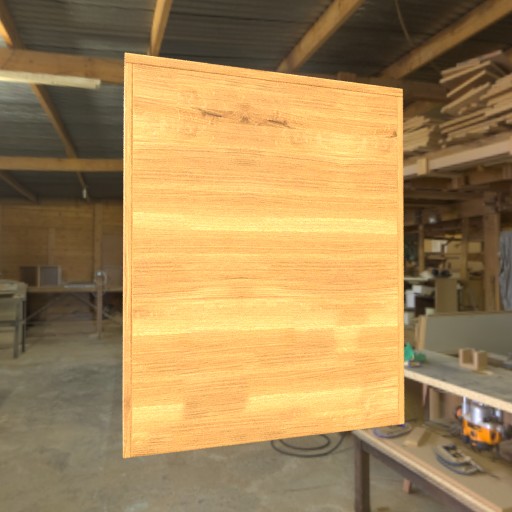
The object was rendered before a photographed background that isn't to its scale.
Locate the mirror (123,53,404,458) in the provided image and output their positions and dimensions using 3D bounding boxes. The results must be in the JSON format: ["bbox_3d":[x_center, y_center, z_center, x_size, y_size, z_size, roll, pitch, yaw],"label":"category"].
[{"bbox_3d":[0.000,0.000,1.397,0.800,1.000,0.400,0,-1,-17],"label":"mirror"}]
